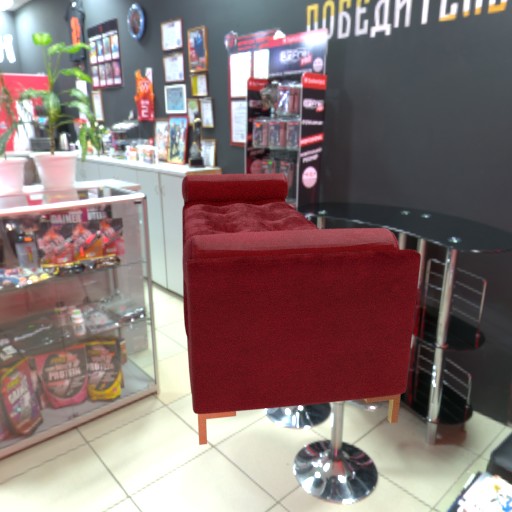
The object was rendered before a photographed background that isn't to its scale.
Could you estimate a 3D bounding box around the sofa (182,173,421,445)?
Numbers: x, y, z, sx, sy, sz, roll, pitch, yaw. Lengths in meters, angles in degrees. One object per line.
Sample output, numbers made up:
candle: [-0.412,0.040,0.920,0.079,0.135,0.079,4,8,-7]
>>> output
sofa: [0.000,0.000,2.457,0.796,0.705,2.102,-3,17,-9]
